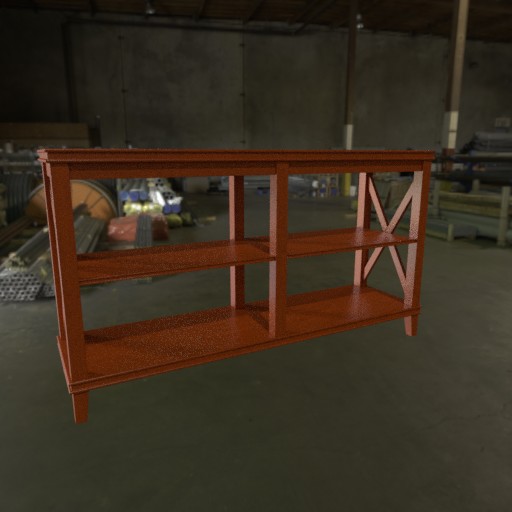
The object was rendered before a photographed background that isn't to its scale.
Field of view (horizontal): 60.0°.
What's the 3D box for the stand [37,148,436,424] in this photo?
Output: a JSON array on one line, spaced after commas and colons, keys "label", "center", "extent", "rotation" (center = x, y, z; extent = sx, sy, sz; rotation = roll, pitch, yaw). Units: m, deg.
[{"label": "stand", "center": [0.000, 0.000, 1.641], "extent": [1.372, 0.762, 0.381], "rotation": [-7, 15, -27]}]
